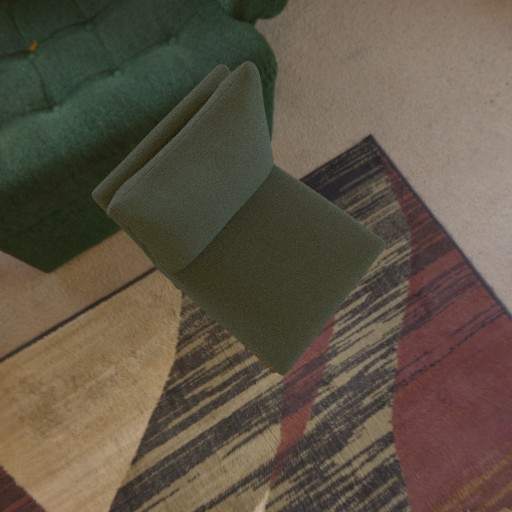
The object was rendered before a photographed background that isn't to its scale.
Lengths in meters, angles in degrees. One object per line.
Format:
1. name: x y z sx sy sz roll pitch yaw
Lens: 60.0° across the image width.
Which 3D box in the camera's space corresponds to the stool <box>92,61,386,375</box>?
1. stool: 0.000 0.000 1.352 0.568 1.032 0.463 38 78 10
